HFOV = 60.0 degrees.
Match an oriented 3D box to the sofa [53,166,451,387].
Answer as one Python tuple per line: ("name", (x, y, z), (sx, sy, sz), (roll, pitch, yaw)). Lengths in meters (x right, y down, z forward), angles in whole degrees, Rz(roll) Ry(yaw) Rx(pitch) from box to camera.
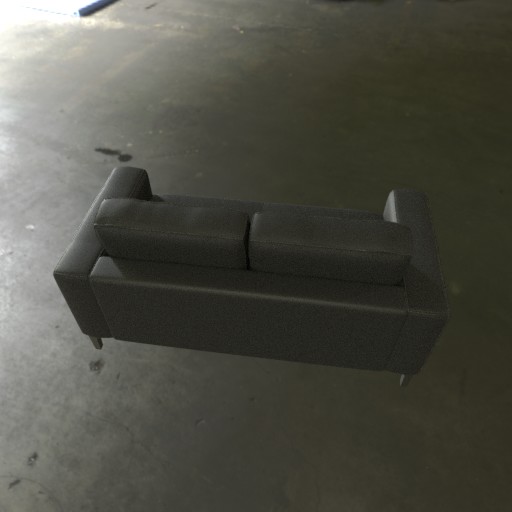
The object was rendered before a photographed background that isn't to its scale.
("sofa", (0.000, 0.000, 2.254), (1.726, 0.893, 0.833), (6, 47, 5))
